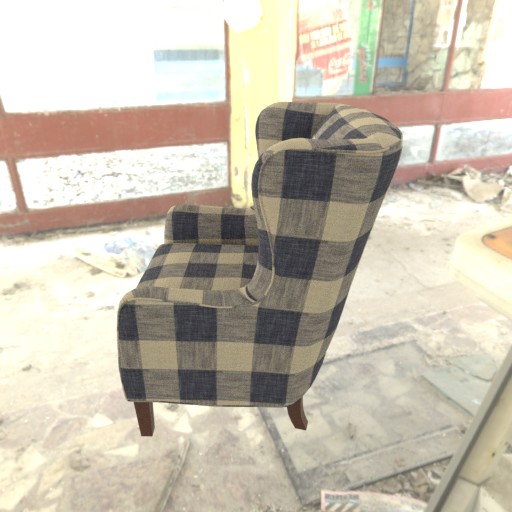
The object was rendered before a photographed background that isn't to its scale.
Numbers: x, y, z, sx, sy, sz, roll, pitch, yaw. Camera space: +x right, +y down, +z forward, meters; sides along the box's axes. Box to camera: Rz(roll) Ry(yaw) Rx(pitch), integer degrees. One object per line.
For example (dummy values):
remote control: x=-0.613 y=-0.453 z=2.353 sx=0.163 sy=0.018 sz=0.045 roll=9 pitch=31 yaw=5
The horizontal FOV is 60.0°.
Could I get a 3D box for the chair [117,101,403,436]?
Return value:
chair: x=0.000 y=0.000 z=1.679 sx=0.889 sy=1.041 sz=0.830 roll=0 pitch=26 yaw=1
